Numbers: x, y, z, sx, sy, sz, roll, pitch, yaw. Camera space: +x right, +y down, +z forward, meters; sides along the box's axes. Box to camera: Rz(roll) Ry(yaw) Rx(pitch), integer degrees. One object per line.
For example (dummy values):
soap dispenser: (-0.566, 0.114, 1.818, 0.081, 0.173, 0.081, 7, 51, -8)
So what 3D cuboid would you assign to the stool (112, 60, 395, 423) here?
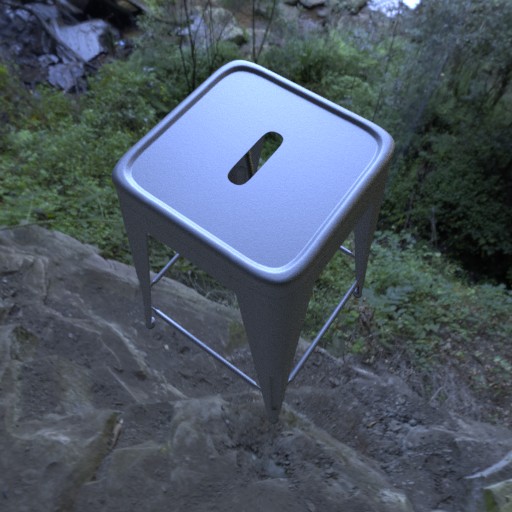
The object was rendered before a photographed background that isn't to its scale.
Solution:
stool: (0.000, 0.000, 0.880, 0.406, 0.610, 0.406, 33, 68, 16)
